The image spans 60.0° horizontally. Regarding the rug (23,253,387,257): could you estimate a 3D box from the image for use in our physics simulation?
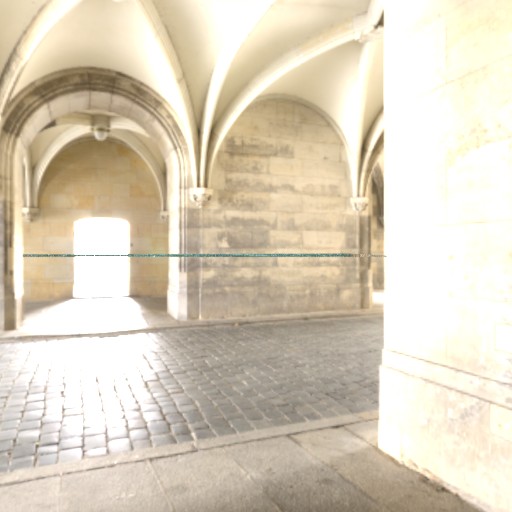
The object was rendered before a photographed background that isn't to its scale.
[{"bbox_3d":[0.000,0.000,2.311,1.212,0.010,1.811,0,0,20],"label":"rug"}]
